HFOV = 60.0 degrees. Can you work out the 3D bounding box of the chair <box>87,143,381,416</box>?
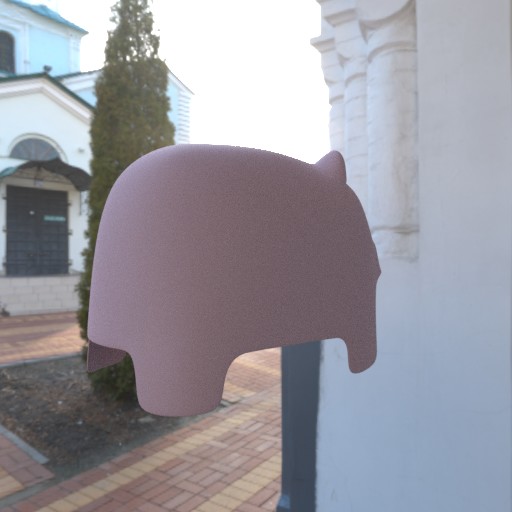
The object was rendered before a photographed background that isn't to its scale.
[{"bbox_3d":[0.000,0.000,0.859,0.619,0.423,0.364,0,0,-37],"label":"chair"}]
